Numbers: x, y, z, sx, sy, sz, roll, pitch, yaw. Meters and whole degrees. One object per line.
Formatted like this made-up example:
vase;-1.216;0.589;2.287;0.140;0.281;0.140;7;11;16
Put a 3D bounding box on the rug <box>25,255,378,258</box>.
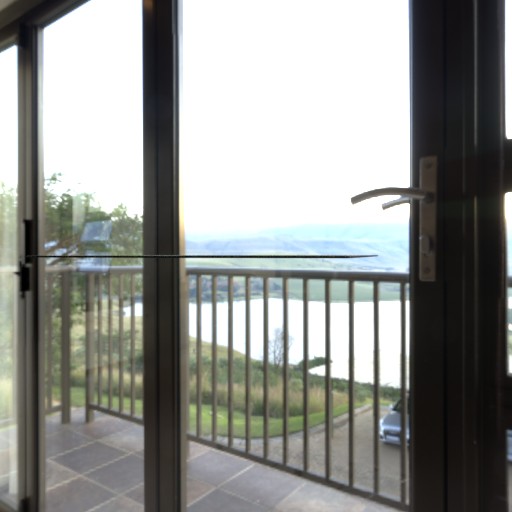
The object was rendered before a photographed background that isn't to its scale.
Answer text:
rug;0.000;0.000;2.198;1.102;0.008;1.795;0;0;18
